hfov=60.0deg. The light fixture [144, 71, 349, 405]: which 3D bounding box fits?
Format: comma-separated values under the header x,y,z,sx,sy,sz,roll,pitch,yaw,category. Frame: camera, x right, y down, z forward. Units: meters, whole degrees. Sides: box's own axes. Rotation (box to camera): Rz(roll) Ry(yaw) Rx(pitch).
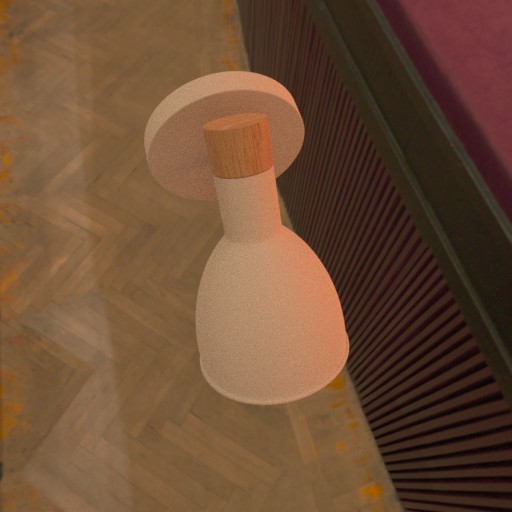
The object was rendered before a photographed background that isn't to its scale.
x,y,z,sx,sy,sz,roll,pitch,yaw,category
0.000,0.000,0.334,0.127,0.199,0.209,-13,64,-7,light fixture
